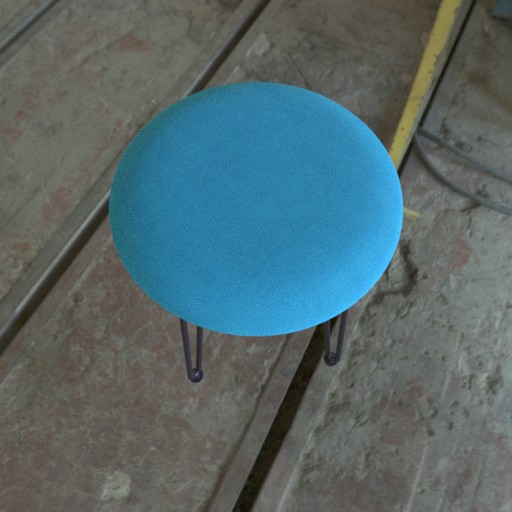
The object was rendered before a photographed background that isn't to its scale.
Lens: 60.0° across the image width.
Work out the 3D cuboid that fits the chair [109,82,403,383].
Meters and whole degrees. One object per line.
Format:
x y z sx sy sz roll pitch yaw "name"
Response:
0.000 0.000 0.689 0.350 0.430 0.350 -17 65 -8 "chair"
